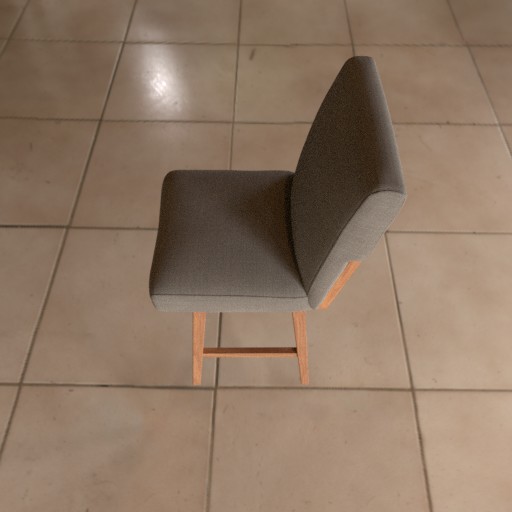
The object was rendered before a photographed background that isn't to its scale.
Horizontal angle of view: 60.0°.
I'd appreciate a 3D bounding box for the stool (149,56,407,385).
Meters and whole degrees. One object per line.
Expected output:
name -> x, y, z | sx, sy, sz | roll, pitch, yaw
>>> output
stool -> 0.000, 0.000, 1.371 | 0.570, 1.112, 0.483 | 0, 58, 0
